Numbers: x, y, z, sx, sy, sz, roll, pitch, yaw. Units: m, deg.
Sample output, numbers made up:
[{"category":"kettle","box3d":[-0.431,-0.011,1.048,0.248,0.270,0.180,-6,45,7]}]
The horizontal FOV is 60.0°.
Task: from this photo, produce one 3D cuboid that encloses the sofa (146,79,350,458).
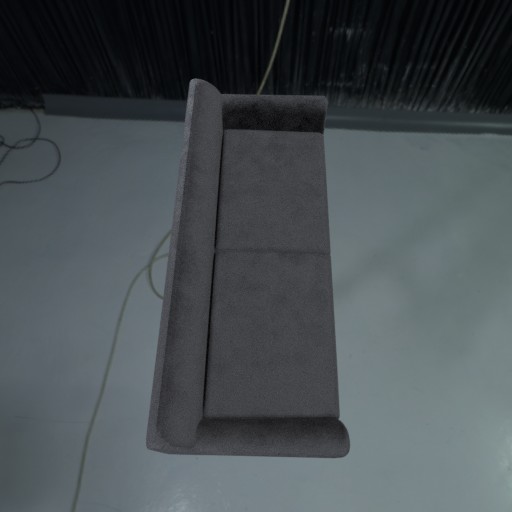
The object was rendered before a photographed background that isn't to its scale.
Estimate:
[{"category":"sofa","box3d":[0.000,0.000,2.658,0.900,0.740,2.190,1,64,1]}]
